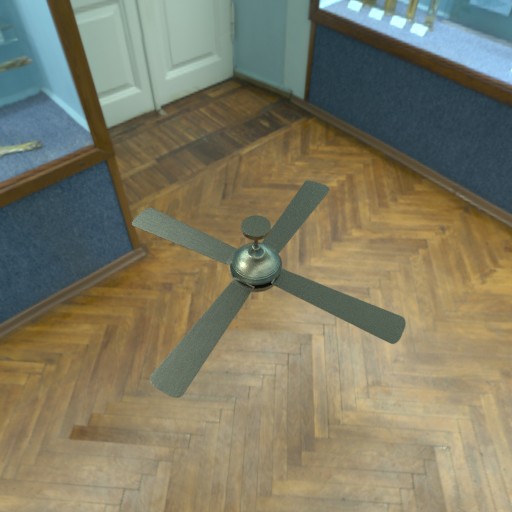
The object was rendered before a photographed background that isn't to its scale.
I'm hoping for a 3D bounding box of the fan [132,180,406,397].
[{"bbox_3d":[0.000,0.000,1.974,1.321,0.381,1.321,-32,56,-25],"label":"fan"}]
